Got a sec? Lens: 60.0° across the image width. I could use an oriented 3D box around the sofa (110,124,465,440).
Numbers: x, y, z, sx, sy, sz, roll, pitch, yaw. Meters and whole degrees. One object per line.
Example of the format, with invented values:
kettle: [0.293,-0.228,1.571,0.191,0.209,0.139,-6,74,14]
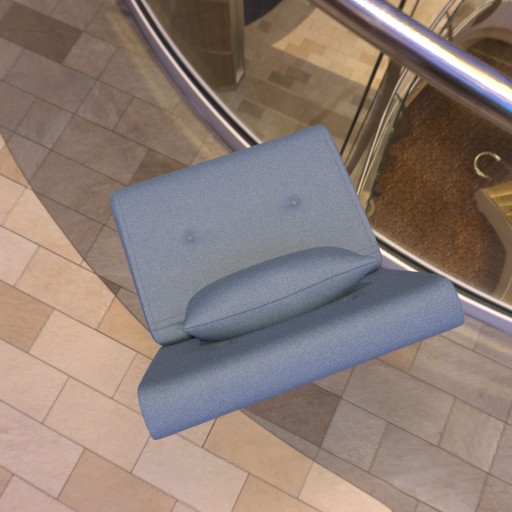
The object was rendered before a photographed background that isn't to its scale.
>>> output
sofa: [0.000,0.000,1.760,0.999,0.860,0.996,-19,77,-5]
